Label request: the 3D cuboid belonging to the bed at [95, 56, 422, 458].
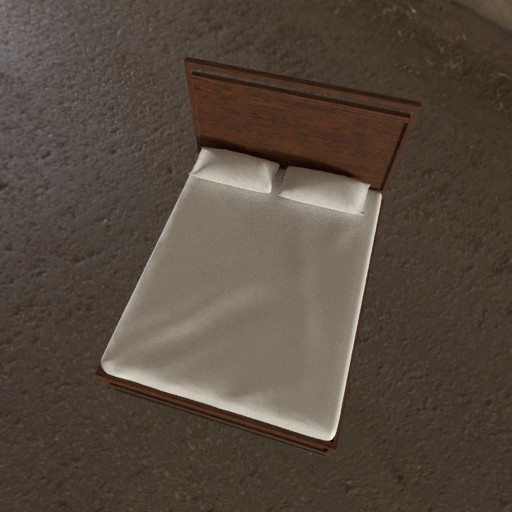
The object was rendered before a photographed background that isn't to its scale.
[{"bbox_3d":[0.000,0.000,3.331,1.765,1.487,2.218,14,61,8],"label":"bed"}]
